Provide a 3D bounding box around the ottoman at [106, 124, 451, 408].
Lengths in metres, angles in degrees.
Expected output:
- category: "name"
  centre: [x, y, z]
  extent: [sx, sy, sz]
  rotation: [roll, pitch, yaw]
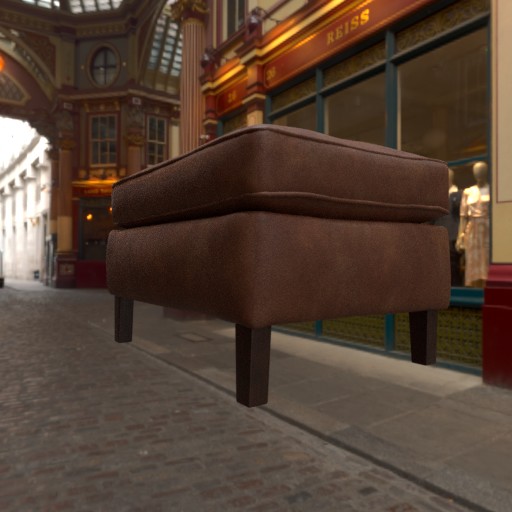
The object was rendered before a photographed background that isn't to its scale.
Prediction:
- category: "ottoman"
  centre: [0.000, 0.000, 0.977]
  extent: [0.501, 0.418, 0.665]
  rotation: [0, 0, -35]
